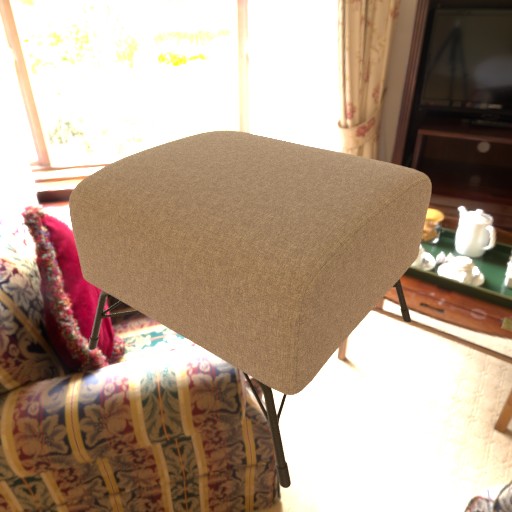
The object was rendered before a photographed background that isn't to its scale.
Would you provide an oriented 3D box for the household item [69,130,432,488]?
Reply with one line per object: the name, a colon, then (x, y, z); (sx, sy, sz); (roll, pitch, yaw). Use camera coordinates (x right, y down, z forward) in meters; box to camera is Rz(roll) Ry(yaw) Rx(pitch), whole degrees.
household item: (0.000, 0.000, 0.907); (0.530, 0.410, 0.530); (22, 37, 32)
